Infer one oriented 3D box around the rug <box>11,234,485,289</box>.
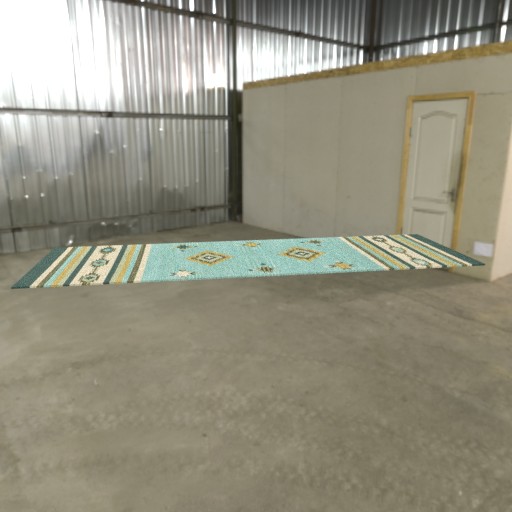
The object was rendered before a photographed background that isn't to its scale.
[{"bbox_3d":[0.000,0.000,2.613,2.441,0.010,0.744,-2,16,-9],"label":"rug"}]
